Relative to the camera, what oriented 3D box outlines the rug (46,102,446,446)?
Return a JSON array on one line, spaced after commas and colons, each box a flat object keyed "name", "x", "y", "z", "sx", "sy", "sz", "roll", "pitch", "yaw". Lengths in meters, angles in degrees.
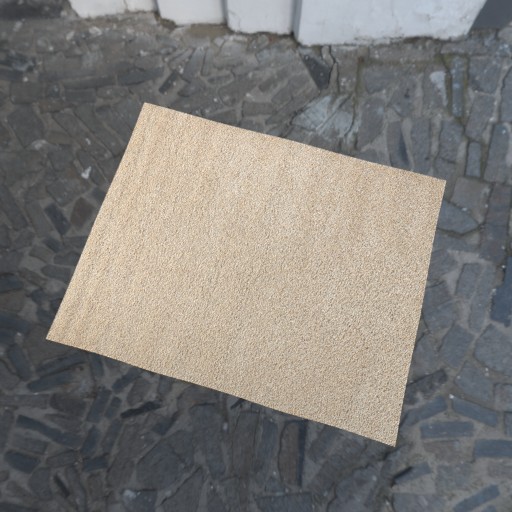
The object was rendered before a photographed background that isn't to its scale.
[{"name": "rug", "x": 0.000, "y": 0.000, "z": 3.951, "sx": 3.000, "sy": 0.026, "sz": 2.400, "roll": 16, "pitch": 75, "yaw": 4}]
